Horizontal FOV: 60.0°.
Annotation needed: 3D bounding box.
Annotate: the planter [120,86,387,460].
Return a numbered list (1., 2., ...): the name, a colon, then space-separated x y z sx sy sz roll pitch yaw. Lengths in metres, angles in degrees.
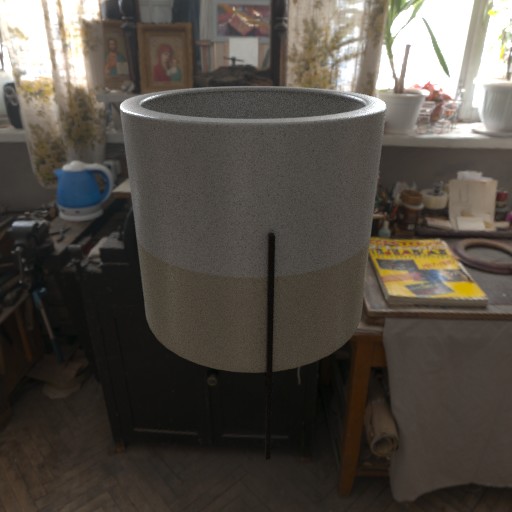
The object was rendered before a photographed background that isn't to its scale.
1. planter: 0.000 0.000 0.720 0.368 0.484 0.359 -19 32 -32
